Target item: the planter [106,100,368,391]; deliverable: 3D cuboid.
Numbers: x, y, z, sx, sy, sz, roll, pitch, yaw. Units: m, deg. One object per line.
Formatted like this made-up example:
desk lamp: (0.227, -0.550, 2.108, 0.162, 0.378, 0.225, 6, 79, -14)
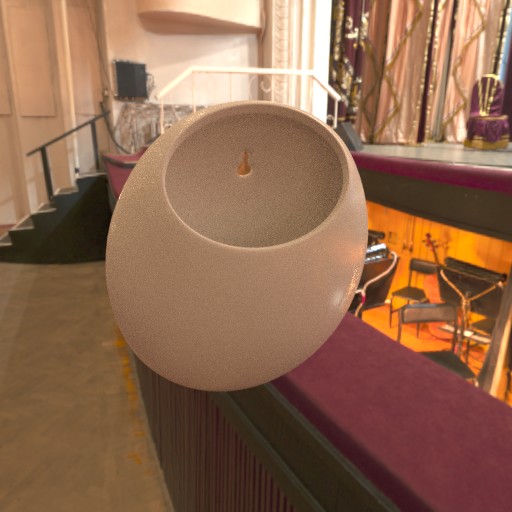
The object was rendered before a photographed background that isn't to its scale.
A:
planter: (0.000, 0.000, 0.283, 0.185, 0.188, 0.043, -9, 19, -28)
